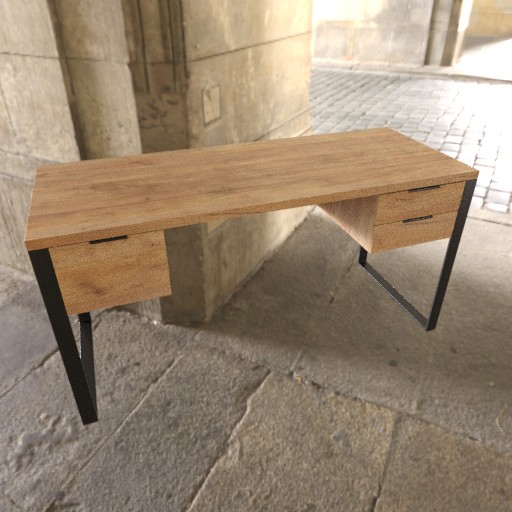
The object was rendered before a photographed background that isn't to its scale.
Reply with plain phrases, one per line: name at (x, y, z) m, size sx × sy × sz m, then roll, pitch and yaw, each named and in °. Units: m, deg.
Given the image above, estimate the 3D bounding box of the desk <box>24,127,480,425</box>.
desk at (0.000, 0.000, 1.831) m, size 1.520 × 0.760 × 0.600 m, roll -11°, pitch 34°, yaw -17°
